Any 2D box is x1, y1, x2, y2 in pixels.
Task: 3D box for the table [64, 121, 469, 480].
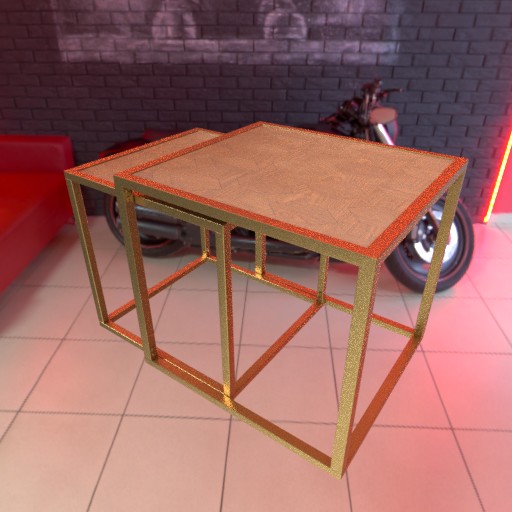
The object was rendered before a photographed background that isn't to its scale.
[{"bbox_3d":[0.000,0.000,1.091,0.762,0.505,0.505,20,36,30],"label":"table"}]
